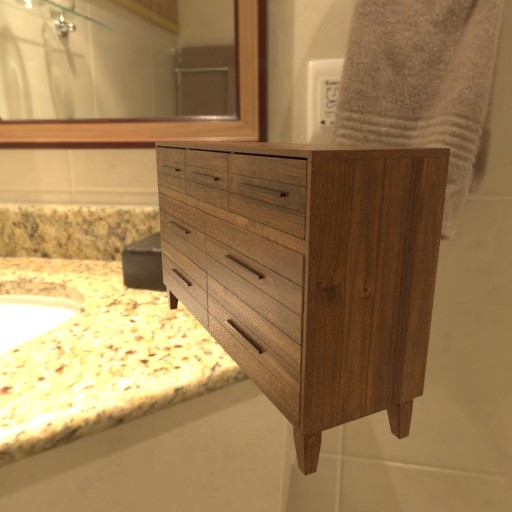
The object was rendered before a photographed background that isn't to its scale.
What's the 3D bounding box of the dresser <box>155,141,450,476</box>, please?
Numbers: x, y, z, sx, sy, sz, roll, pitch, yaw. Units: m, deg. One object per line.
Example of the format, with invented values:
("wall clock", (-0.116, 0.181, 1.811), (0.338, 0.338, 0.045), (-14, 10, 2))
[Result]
("dresser", (0.000, 0.000, 1.782), (0.446, 0.873, 1.400), (-7, 17, -25))
